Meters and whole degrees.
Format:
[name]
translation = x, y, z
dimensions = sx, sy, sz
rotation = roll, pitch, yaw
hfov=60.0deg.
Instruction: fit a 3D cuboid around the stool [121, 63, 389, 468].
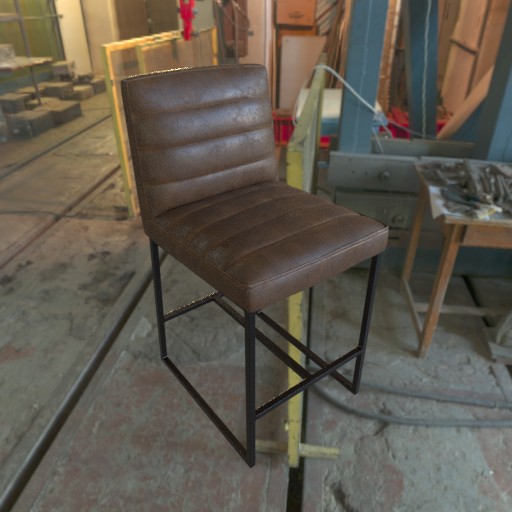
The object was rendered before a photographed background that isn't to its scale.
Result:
[stool]
translation = 0.000, 0.000, 1.257
dimensions = 0.463, 0.942, 0.562
rotation = -21, 37, -32
